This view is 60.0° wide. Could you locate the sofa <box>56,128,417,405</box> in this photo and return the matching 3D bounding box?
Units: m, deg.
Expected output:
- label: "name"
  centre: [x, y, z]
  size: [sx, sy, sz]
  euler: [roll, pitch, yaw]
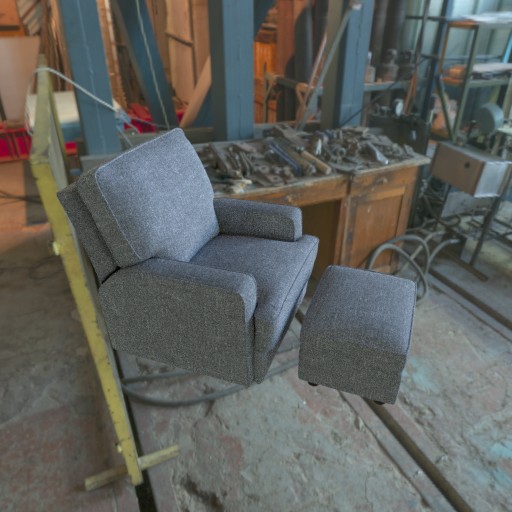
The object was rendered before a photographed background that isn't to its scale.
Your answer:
- label: "sofa"
  centre: [0.000, 0.000, 2.069]
  size: [1.472, 0.959, 0.861]
  euler: [11, 33, 18]
